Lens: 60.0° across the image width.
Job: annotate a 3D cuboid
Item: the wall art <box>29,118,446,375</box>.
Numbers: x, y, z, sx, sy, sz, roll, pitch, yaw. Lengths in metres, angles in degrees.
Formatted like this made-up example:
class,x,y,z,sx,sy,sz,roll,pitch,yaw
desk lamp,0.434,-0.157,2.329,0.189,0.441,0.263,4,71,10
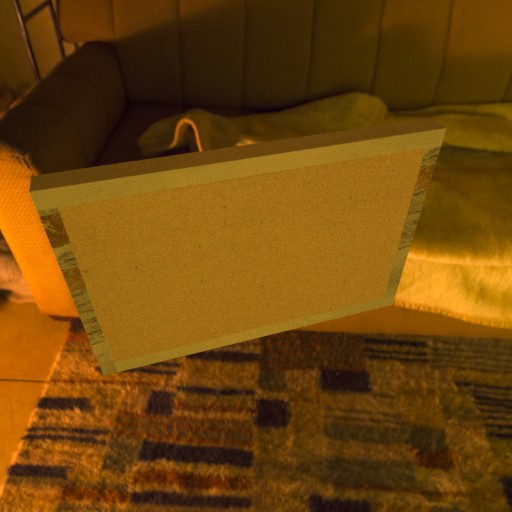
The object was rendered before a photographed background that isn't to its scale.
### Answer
class,x,y,z,sx,sy,sz,roll,pitch,yaw
wall art,0.000,0.000,0.770,0.606,0.407,0.041,-12,43,-13
